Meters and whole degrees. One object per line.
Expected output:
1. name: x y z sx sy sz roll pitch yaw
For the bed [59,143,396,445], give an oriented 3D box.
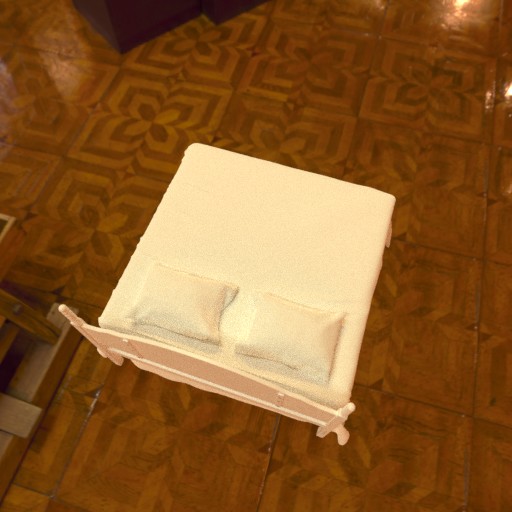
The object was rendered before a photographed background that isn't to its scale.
1. bed: 0.000 0.000 3.710 2.322 1.355 2.219 17 64 9
